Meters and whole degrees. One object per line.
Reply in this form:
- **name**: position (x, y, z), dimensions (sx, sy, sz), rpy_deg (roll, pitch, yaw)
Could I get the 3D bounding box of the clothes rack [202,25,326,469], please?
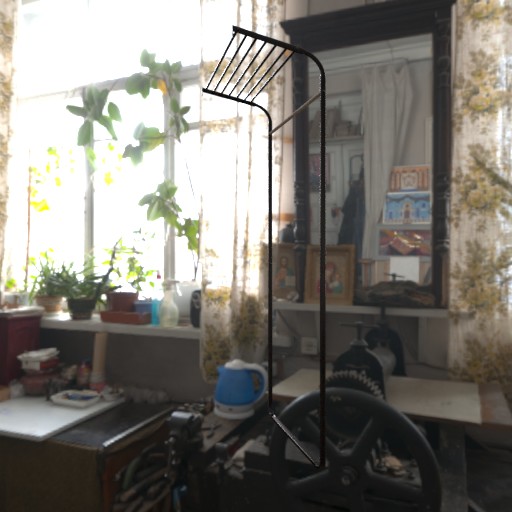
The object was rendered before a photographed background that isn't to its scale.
- **clothes rack**: position (0.000, 0.000, 1.847), dimensions (0.349, 1.574, 0.609), rpy_deg (0, 0, -17)
